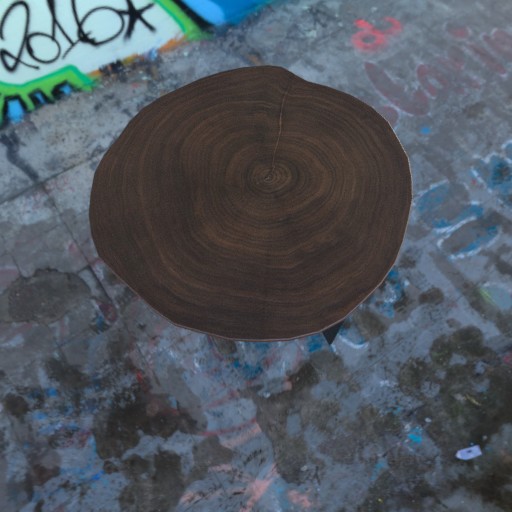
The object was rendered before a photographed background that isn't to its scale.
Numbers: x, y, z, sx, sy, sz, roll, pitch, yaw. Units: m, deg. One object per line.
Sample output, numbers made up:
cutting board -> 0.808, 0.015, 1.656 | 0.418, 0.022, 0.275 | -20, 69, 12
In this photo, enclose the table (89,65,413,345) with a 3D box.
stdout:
table -> 0.000, 0.000, 0.872 | 0.494, 0.476, 0.477 | -33, 67, -16
